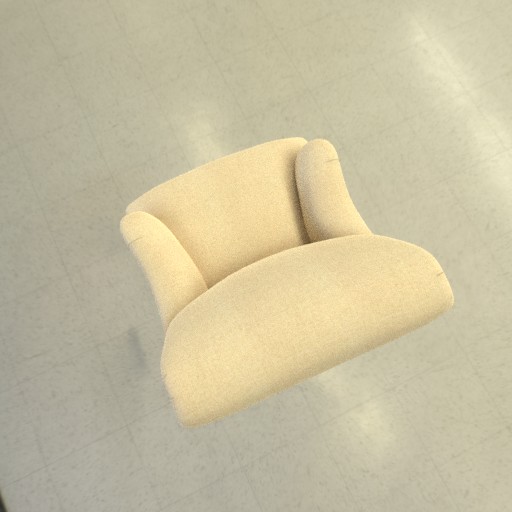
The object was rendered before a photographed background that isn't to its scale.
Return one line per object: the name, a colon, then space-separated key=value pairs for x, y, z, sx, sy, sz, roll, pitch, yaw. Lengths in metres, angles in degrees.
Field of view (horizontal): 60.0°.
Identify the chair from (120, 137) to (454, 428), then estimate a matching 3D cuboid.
chair: x=0.000 y=0.000 z=1.536 sx=0.766 sy=0.944 sz=0.842 roll=-23 pitch=77 yaw=-6
